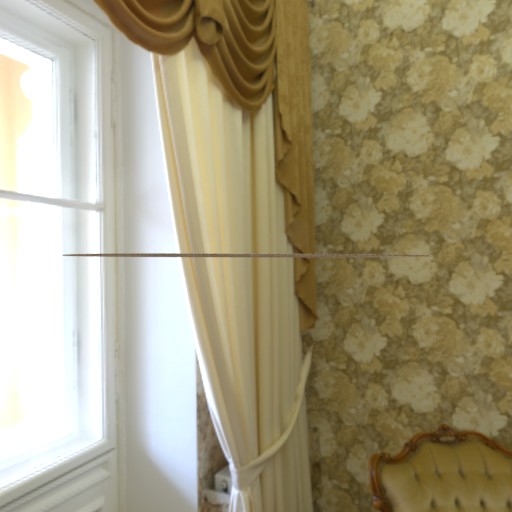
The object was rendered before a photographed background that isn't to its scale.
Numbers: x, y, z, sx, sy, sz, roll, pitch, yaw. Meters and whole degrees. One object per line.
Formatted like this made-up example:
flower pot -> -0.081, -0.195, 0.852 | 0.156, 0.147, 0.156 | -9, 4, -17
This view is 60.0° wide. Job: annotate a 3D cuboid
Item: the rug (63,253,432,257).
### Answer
rug -> 0.000, 0.000, 3.026 | 2.432, 0.006, 1.520 | 0, -1, -18
